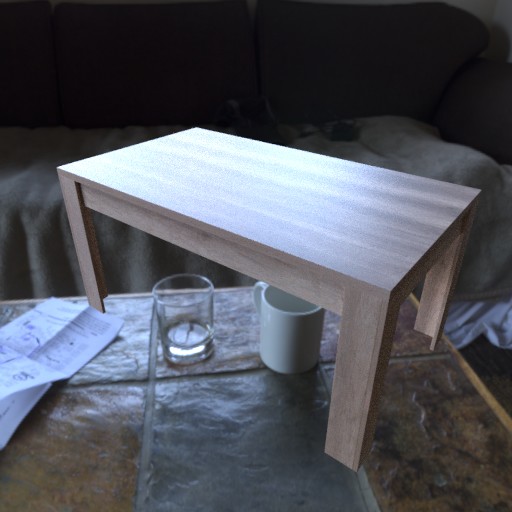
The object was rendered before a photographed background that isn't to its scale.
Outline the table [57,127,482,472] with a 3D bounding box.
[{"bbox_3d":[0.000,0.000,2.094,1.600,0.775,0.900,21,37,32],"label":"table"}]
